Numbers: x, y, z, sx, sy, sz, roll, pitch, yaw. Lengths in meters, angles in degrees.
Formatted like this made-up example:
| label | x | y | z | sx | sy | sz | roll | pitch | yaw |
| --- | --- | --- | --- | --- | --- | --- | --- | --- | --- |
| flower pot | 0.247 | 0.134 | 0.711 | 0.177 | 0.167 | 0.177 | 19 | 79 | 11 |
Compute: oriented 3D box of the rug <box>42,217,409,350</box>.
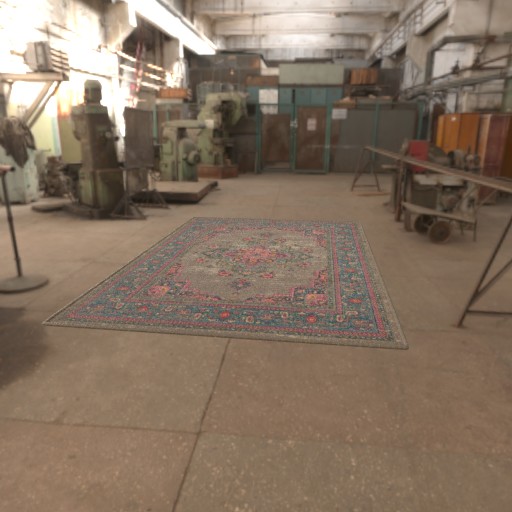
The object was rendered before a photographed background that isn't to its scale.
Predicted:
| label | x | y | z | sx | sy | sz | roll | pitch | yaw |
| --- | --- | --- | --- | --- | --- | --- | --- | --- | --- |
| rug | 0.000 | 0.000 | 2.174 | 1.144 | 0.014 | 1.748 | 2 | 17 | 8 |
